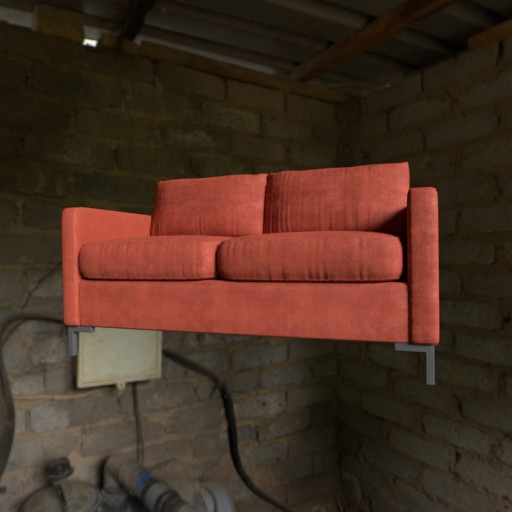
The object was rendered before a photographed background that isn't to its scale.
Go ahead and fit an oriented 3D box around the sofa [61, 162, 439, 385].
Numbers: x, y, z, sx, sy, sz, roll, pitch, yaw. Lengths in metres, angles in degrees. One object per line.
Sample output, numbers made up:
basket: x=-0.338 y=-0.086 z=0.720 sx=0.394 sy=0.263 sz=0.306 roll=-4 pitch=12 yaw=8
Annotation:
sofa: x=0.000 y=0.000 z=2.102 sx=1.574 sy=0.896 sz=0.864 roll=0 pitch=0 yaw=19
